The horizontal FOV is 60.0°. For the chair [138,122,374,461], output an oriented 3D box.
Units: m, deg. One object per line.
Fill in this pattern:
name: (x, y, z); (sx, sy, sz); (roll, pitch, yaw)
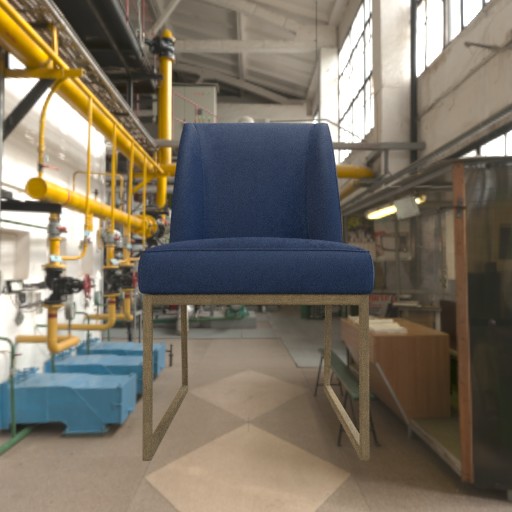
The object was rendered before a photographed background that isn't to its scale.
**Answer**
chair: (0.000, 0.000, 1.178); (0.508, 0.863, 0.522); (0, -1, 0)
